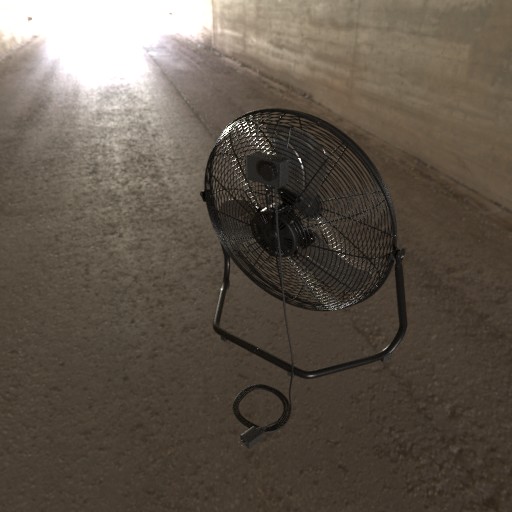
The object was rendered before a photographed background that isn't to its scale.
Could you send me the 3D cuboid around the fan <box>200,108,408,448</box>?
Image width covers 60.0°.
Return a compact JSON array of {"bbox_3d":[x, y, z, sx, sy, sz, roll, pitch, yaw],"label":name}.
[{"bbox_3d":[0.000,0.000,0.994,0.595,0.605,0.470,21,36,32],"label":"fan"}]
